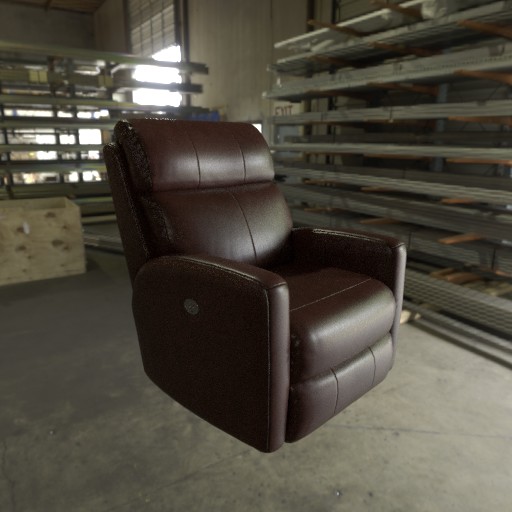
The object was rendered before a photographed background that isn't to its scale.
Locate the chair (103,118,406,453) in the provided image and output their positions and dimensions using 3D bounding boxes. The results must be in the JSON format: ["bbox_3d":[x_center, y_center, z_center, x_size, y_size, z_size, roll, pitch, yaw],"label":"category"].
[{"bbox_3d":[0.000,0.000,1.691,0.939,1.016,0.787,14,20,43],"label":"chair"}]
